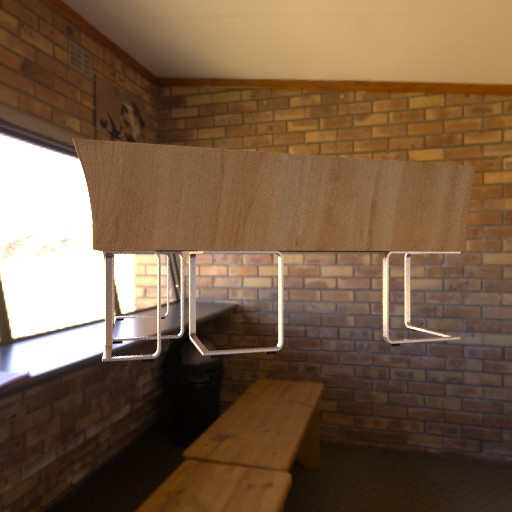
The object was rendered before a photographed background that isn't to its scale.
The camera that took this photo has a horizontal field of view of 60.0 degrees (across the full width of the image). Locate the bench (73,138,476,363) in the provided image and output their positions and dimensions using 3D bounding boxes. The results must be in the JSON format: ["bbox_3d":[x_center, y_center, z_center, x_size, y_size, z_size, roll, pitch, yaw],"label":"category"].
[{"bbox_3d":[0.000,0.000,2.743,1.945,0.930,1.495,0,0,-16],"label":"bench"}]
